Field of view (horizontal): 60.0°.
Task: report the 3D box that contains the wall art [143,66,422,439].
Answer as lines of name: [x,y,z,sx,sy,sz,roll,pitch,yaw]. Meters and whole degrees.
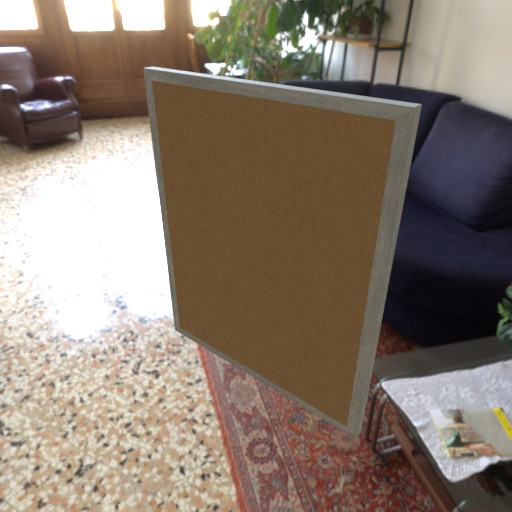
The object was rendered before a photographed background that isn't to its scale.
wall art: [0.000,0.000,0.788,0.479,0.582,0.022,22,37,32]
